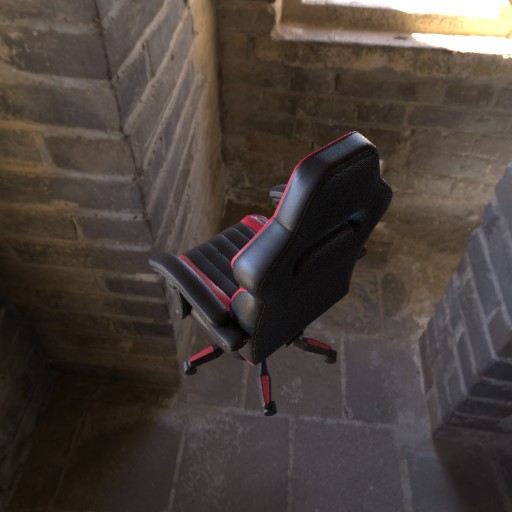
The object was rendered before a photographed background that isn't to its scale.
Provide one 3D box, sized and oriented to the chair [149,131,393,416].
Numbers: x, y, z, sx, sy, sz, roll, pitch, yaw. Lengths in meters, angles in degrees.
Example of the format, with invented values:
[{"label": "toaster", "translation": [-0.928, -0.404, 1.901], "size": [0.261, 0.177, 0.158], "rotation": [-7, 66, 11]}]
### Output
[{"label": "chair", "translation": [0.000, 0.000, 1.670], "size": [0.700, 1.220, 0.700], "rotation": [-33, 54, -27]}]
